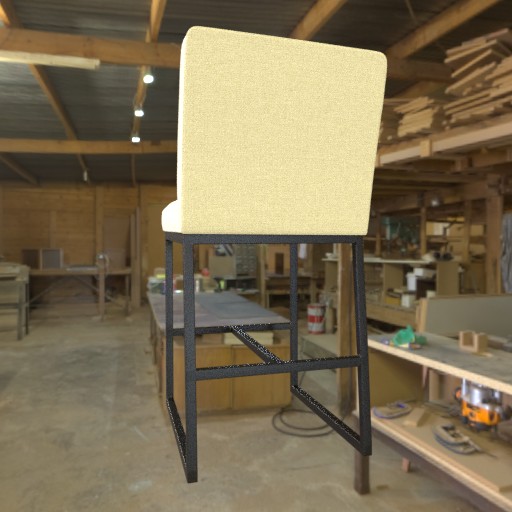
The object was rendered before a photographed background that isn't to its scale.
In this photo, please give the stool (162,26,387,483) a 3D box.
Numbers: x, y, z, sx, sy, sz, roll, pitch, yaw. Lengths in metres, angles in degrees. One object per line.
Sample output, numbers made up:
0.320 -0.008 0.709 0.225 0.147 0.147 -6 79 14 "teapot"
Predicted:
0.000 0.000 1.200 0.460 0.940 0.560 0 1 -17 "stool"
